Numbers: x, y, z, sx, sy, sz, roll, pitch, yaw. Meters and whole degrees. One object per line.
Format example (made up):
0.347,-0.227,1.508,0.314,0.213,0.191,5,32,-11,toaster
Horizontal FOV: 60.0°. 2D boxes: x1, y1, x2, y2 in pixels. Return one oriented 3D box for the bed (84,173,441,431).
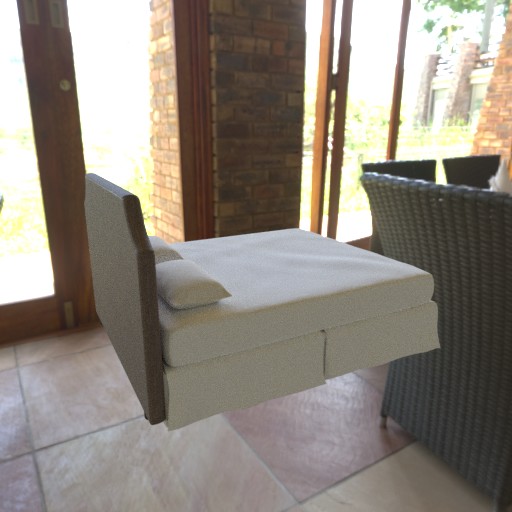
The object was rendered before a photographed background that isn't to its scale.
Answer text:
0.000,0.000,4.318,2.773,1.590,2.350,-9,18,-27,bed
